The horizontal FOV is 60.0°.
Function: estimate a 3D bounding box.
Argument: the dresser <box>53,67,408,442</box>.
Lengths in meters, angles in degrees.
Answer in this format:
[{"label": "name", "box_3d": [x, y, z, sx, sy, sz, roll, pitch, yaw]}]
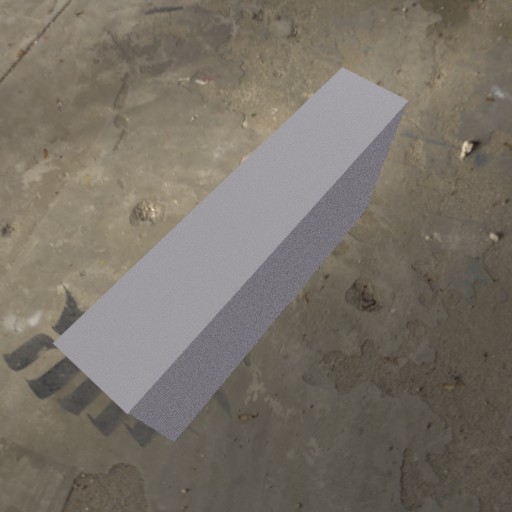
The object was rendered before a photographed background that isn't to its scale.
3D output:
[{"label": "dresser", "box_3d": [0.000, 0.000, 1.890, 0.333, 0.790, 1.535, 35, 67, 17]}]
